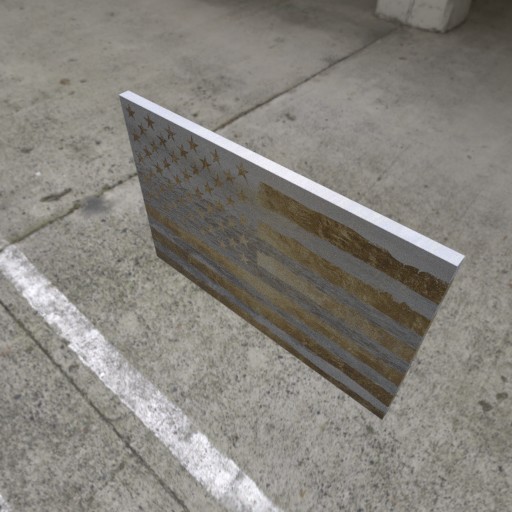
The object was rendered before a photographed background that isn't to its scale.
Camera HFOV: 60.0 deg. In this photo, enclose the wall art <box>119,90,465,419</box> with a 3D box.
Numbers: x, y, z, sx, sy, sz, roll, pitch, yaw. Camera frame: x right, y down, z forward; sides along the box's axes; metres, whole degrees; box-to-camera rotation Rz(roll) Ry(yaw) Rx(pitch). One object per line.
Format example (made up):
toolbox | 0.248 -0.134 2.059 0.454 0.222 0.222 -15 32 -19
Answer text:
wall art | 0.000 0.000 1.466 1.145 0.762 0.041 32 54 27
